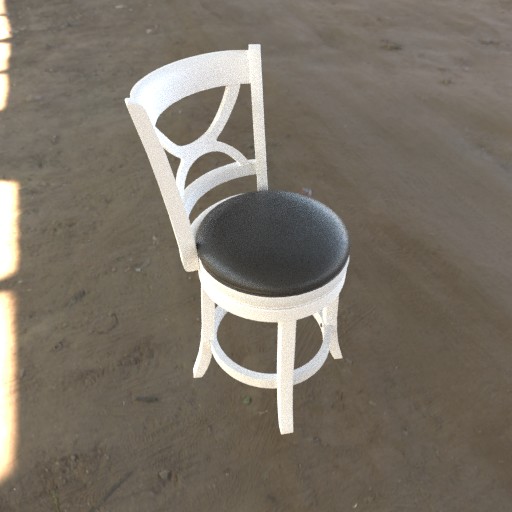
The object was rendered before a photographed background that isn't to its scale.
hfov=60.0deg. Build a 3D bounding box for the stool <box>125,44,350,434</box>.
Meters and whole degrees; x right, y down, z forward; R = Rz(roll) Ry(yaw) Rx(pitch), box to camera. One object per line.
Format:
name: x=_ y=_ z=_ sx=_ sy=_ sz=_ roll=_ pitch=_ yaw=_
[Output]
stool: x=0.000 y=0.000 z=1.231 sx=0.508 sy=0.953 sz=0.444 roll=25 pitch=47 yaw=25
